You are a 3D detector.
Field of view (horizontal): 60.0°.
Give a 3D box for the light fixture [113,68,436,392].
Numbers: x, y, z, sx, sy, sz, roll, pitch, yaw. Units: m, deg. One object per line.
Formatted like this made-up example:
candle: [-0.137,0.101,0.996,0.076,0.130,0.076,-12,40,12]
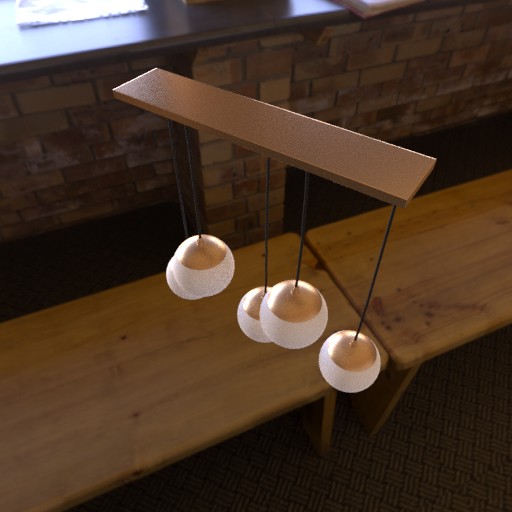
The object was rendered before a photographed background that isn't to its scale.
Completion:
light fixture: [0.000,0.000,1.303,0.863,0.869,0.299,26,51,23]
